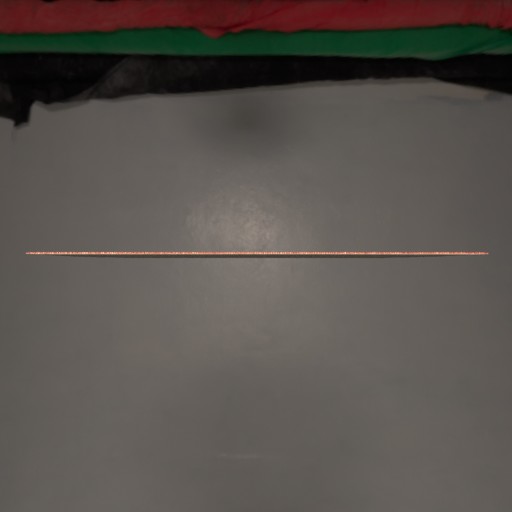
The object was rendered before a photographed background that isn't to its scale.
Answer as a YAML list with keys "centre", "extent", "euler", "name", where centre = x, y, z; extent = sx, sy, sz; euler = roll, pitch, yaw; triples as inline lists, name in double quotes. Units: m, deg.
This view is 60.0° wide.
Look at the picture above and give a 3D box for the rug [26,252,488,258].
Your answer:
- centre: [0.000, 0.000, 5.192]
  extent: [3.965, 0.025, 2.803]
  euler: [0, -1, -1]
  name: "rug"
